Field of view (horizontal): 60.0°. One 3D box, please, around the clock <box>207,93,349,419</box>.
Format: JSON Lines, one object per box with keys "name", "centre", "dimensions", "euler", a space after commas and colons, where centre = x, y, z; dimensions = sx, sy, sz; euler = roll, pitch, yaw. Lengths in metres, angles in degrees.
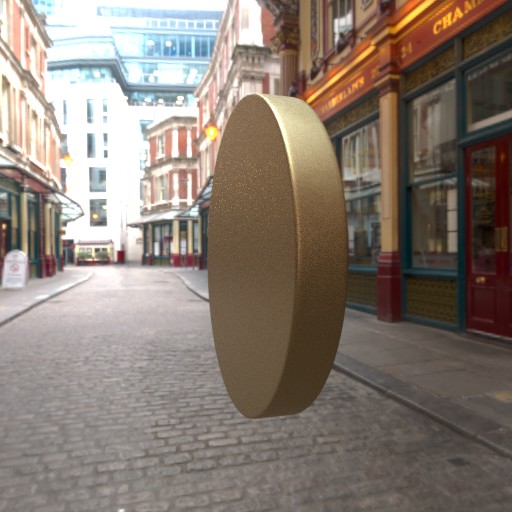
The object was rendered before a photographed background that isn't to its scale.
{"name": "clock", "centre": [0.000, 0.000, 0.457], "dimensions": [0.040, 0.314, 0.314], "euler": [0, 0, -17]}
